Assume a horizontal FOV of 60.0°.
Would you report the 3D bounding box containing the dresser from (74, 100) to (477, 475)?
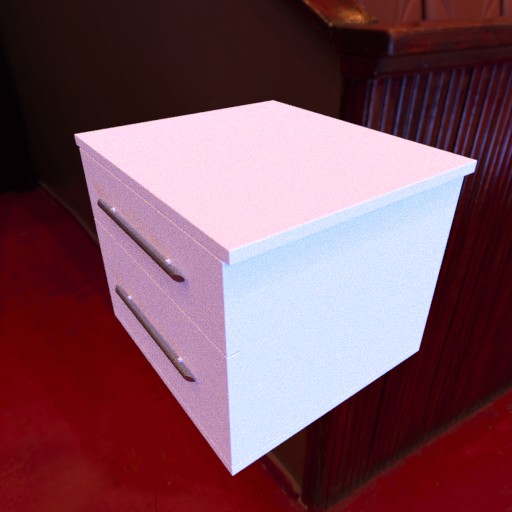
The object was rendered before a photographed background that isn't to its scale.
[{"bbox_3d":[0.000,0.000,0.718,0.400,0.360,0.430,-21,37,-30],"label":"dresser"}]
